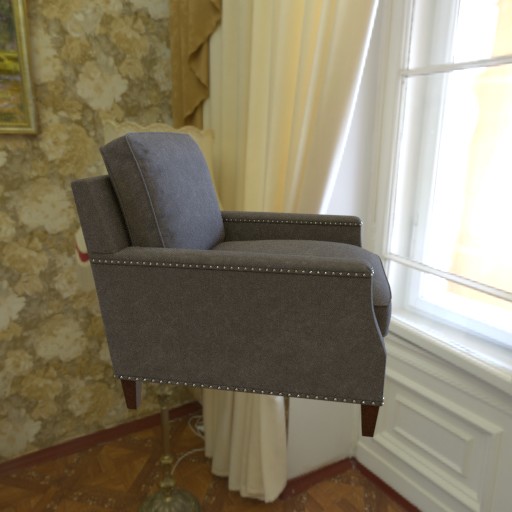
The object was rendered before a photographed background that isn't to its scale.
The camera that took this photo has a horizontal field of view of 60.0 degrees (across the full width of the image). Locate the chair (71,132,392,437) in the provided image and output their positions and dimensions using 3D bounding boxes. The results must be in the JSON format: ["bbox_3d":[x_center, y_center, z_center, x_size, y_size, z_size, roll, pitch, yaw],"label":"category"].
[{"bbox_3d":[0.000,0.000,1.758,1.014,0.948,0.853,3,16,10],"label":"chair"}]
